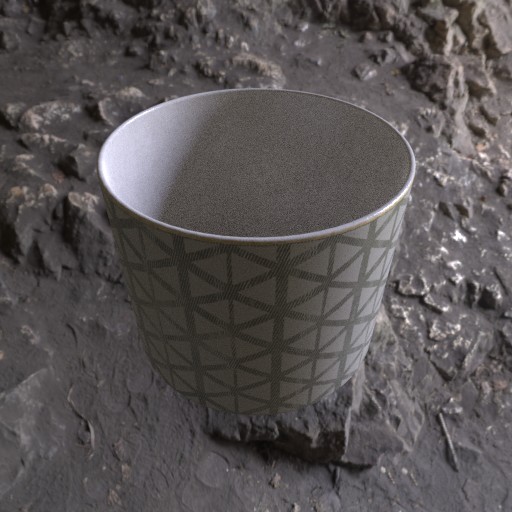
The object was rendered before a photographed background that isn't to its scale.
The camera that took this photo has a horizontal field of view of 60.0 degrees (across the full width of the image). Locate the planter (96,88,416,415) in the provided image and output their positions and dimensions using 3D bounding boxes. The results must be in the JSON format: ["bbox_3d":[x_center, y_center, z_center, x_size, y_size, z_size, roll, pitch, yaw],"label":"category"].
[{"bbox_3d":[0.000,0.000,0.331,0.190,0.181,0.190,0,41,0],"label":"planter"}]
